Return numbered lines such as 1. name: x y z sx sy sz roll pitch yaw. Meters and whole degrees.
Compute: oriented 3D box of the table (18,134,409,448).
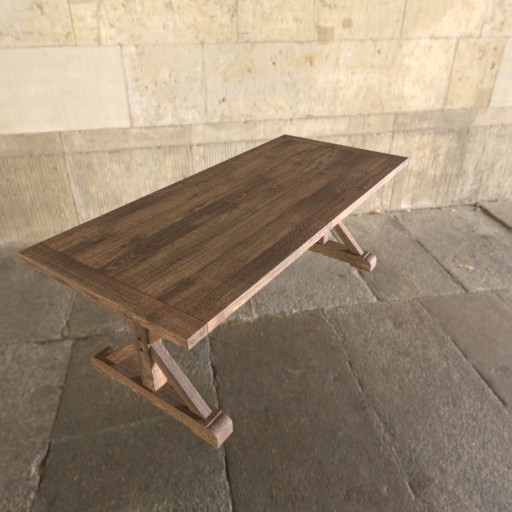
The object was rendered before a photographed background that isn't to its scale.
1. table: 0.000 0.000 2.450 0.907 0.733 2.031 20 36 29
